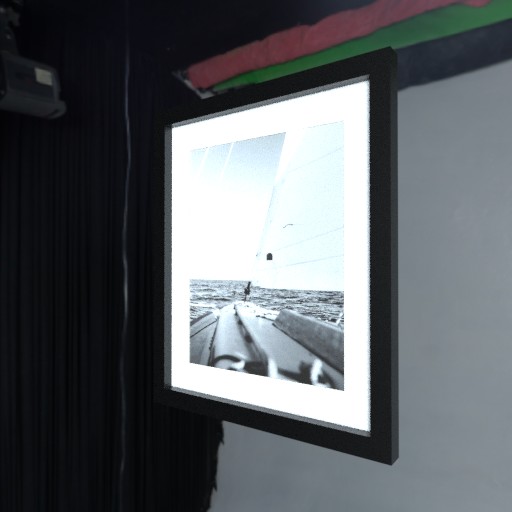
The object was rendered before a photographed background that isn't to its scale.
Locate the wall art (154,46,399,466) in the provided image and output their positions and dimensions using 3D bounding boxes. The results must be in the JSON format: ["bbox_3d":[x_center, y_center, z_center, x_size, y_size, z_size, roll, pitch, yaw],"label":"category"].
[{"bbox_3d":[0.000,0.000,0.735,0.461,0.558,0.031,0,-1,35],"label":"wall art"}]
